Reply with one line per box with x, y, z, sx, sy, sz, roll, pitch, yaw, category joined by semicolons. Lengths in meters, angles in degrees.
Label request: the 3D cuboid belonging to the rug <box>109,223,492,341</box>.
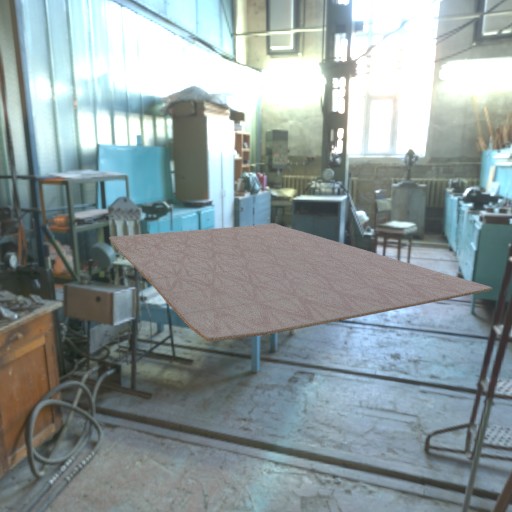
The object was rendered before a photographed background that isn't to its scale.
0.000;0.000;2.312;1.230;0.025;1.837;-6;15;-25;rug
